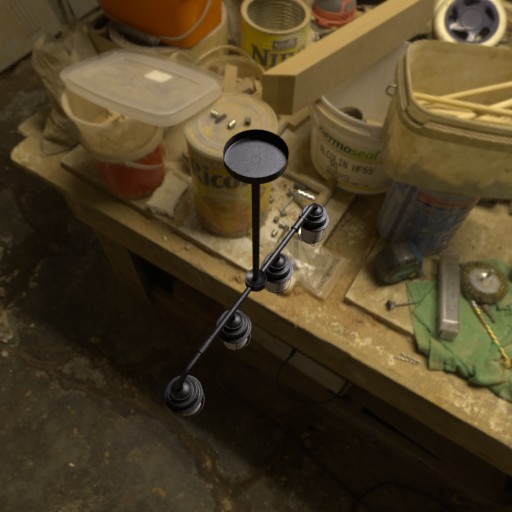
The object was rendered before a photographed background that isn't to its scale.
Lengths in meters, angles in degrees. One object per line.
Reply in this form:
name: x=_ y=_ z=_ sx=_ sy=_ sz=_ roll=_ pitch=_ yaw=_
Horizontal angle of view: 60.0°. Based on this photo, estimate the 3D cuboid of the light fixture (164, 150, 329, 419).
light fixture: x=0.000 y=0.000 z=1.215 sx=0.131 sy=0.785 sz=0.852 roll=30 pitch=63 yaw=17
